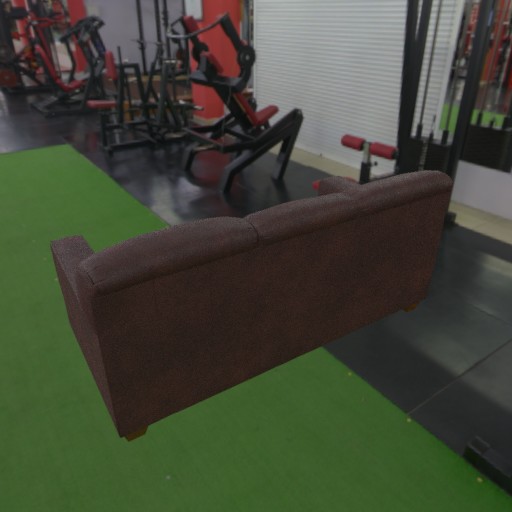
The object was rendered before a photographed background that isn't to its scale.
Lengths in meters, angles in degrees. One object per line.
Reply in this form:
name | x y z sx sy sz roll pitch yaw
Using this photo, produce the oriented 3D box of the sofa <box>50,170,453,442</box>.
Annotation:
sofa | 0.000 0.000 2.538 2.039 0.953 1.008 -17 33 -28
